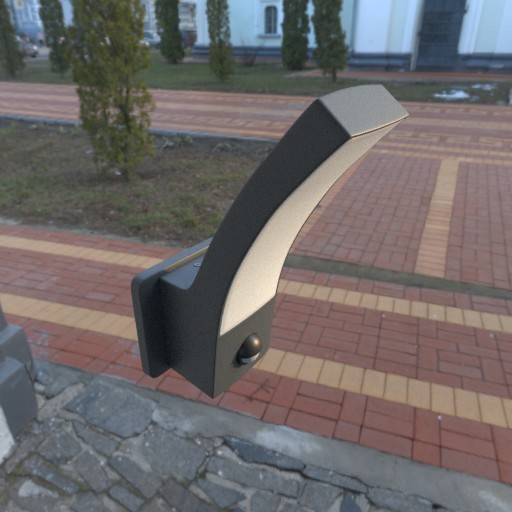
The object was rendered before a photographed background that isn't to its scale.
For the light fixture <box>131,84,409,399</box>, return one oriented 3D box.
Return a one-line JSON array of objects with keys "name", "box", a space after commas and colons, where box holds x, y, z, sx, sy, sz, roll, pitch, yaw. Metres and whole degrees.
[{"name": "light fixture", "box": [0.000, 0.000, 0.328, 0.174, 0.243, 0.108, 18, 32, 32]}]
